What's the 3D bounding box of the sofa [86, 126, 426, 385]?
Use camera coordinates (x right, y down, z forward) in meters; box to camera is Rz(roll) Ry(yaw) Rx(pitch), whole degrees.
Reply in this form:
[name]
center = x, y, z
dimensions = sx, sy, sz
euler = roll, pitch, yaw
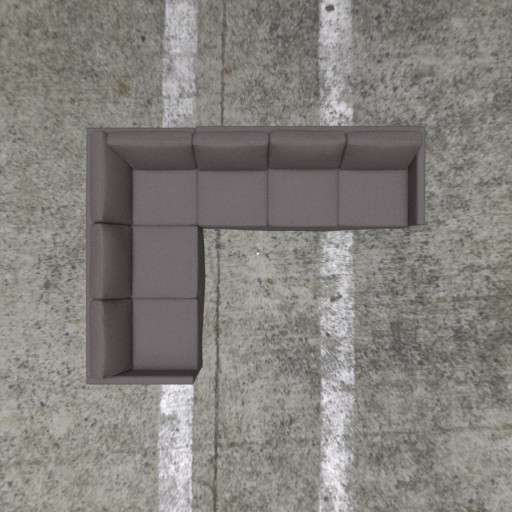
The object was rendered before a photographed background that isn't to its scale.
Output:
[sofa]
center = 0.000, 0.000, 4.380
dimensions = 3.182, 0.871, 2.432
euler = 0, 90, 0
